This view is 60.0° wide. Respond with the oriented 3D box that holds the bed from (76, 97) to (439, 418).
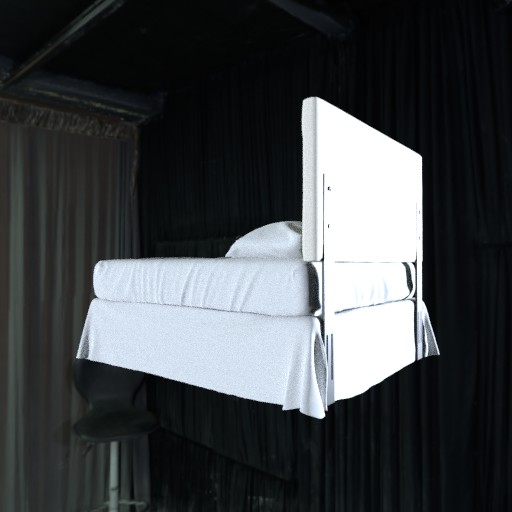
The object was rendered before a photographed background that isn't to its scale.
[{"bbox_3d":[0.000,0.000,3.470,2.222,1.577,1.936,-1,-1,39],"label":"bed"}]
